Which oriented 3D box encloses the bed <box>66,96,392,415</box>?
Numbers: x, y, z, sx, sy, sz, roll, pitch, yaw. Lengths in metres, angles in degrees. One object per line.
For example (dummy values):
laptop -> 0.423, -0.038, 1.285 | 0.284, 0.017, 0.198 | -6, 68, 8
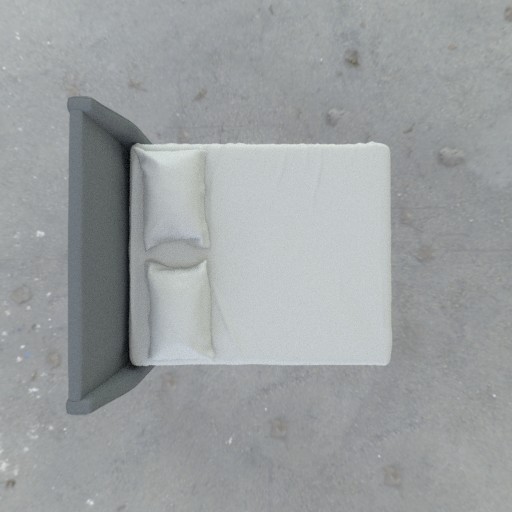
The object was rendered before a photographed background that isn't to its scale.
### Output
bed -> 0.000, 0.000, 3.280 | 2.276, 1.332, 1.925 | 0, 89, 0
